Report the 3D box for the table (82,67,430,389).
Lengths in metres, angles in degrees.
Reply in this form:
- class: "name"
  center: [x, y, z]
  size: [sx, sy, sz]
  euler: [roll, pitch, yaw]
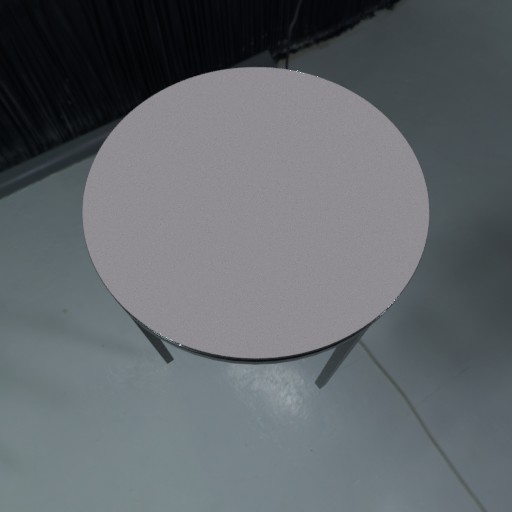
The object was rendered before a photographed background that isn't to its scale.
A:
- class: "table"
  center: [0.000, 0.000, 0.842]
  size: [0.499, 0.443, 0.499]
  euler: [0, 64, 0]
